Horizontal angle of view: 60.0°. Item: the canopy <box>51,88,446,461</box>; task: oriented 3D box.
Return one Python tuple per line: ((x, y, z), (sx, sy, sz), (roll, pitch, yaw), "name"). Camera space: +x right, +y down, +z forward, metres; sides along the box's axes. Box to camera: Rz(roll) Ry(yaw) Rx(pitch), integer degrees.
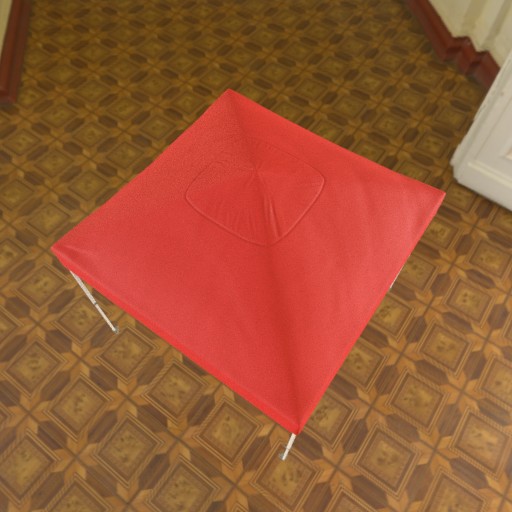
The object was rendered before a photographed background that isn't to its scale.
((0.000, 0.000, 5.275), (2.998, 2.997, 2.996), (31, 64, 17), "canopy")
